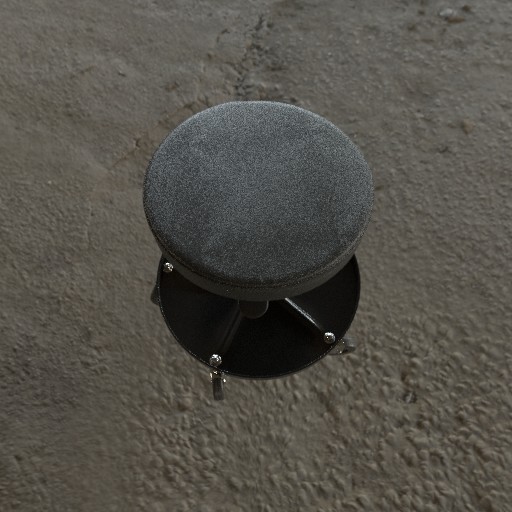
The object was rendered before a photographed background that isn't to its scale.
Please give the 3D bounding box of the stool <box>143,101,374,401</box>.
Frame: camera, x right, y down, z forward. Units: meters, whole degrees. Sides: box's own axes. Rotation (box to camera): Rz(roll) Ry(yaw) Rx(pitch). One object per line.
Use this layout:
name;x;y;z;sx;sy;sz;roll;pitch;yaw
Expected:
stool;0.000;0.000;0.676;0.381;0.365;0.382;2;63;1
